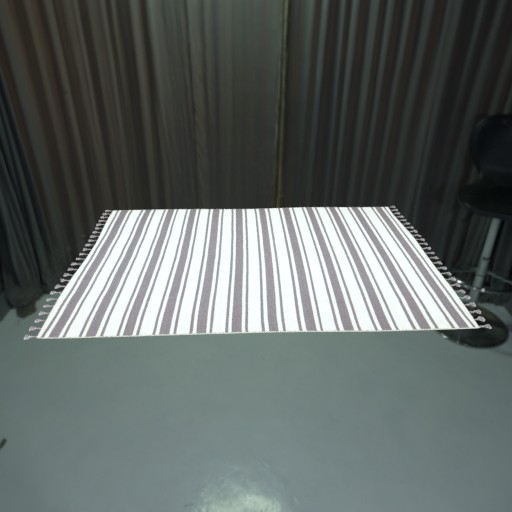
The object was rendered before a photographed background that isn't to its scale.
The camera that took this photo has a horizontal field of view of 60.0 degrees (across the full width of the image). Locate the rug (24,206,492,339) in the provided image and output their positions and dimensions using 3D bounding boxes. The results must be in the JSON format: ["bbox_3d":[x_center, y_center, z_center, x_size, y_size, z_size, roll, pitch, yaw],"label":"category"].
[{"bbox_3d":[0.000,0.000,3.717,3.040,0.017,2.030,-1,29,-2],"label":"rug"}]
